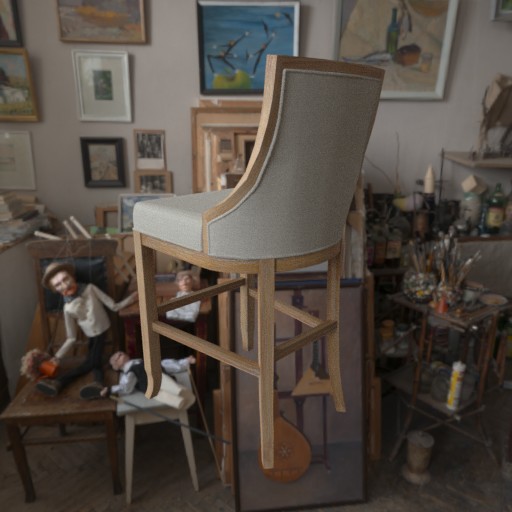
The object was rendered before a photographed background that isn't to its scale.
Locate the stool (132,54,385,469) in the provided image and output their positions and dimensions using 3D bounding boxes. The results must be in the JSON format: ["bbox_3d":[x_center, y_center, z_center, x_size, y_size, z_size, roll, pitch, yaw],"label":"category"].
[{"bbox_3d":[0.000,0.000,1.417,0.524,1.101,0.626,-16,24,-42],"label":"stool"}]
